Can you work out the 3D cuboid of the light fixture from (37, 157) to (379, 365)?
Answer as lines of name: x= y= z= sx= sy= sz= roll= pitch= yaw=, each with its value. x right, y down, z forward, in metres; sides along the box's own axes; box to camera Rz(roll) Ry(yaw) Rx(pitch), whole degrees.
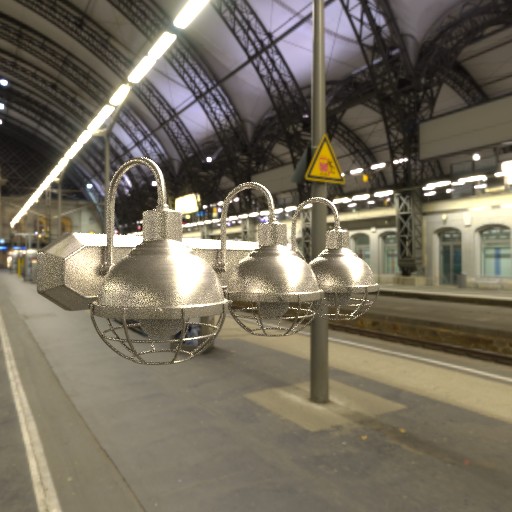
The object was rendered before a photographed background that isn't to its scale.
light fixture: x=0.000 y=0.000 z=0.754 sx=0.229 sy=0.254 sz=0.634 roll=0 pitch=-1 yaw=37
